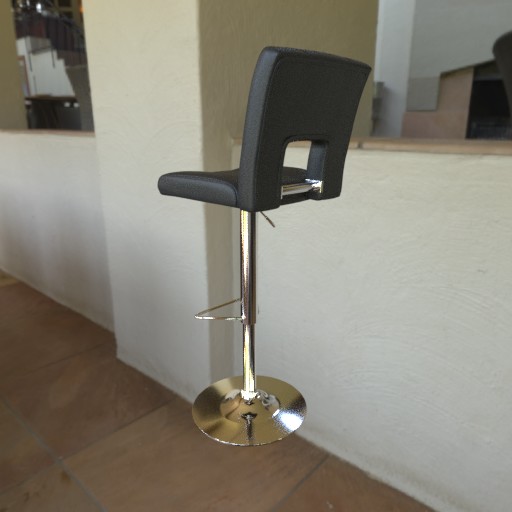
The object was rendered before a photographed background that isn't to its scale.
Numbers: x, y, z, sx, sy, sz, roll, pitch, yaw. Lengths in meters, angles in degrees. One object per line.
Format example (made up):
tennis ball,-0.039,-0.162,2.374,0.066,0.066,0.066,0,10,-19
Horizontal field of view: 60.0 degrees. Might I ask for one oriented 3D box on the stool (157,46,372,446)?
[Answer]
stool,0.000,0.000,1.417,0.415,1.151,0.520,-15,22,-42
